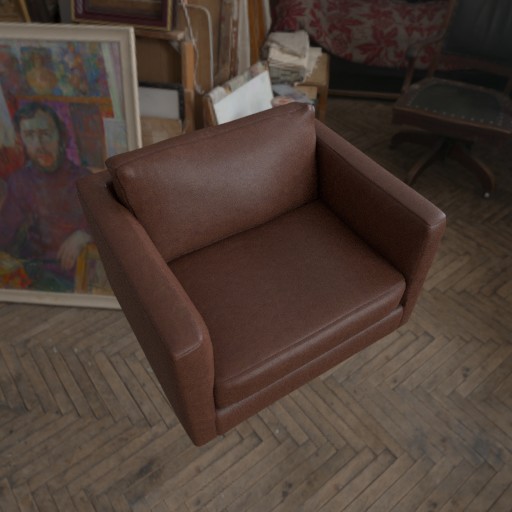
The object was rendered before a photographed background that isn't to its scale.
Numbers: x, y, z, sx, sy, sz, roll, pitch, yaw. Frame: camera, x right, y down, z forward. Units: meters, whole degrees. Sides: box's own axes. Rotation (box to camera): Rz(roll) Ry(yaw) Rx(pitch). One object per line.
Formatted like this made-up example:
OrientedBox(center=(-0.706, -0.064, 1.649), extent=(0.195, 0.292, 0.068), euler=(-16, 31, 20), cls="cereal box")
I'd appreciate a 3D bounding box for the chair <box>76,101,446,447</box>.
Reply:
OrientedBox(center=(0.000, 0.000, 1.841), extent=(1.107, 0.917, 0.959), euler=(-24, 51, -21), cls="chair")
